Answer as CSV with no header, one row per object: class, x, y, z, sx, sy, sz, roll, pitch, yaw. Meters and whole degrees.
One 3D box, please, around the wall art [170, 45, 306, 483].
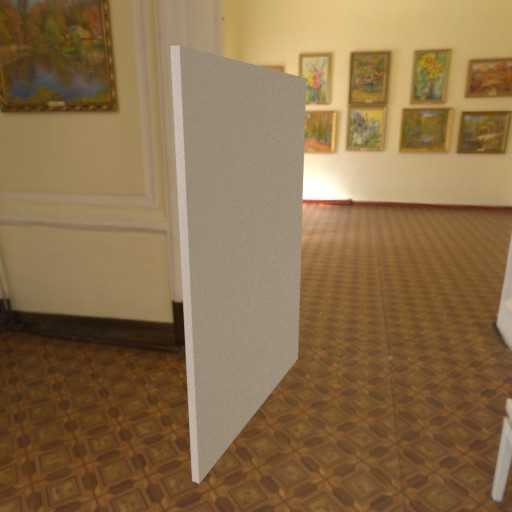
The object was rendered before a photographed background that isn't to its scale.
wall art,0.000,0.000,0.598,0.010,0.474,0.325,8,18,25
